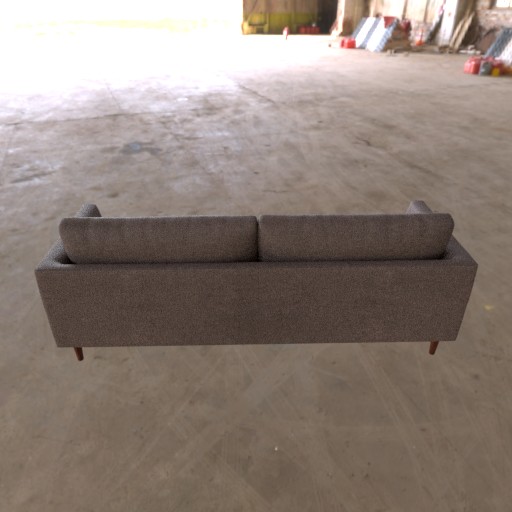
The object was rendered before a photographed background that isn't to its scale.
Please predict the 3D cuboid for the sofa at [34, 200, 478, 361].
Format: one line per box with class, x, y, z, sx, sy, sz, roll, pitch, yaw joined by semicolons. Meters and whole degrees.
sofa;0.000;0.000;2.753;2.250;0.868;1.020;-1;31;-1
